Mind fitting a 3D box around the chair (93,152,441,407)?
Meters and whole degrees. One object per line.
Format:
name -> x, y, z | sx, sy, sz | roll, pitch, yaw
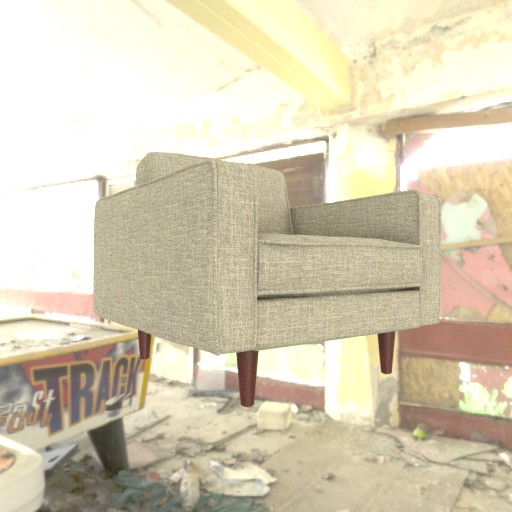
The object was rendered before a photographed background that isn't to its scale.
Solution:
chair -> 0.000, 0.000, 1.556 | 0.889, 0.765, 0.914 | 1, -1, -36
